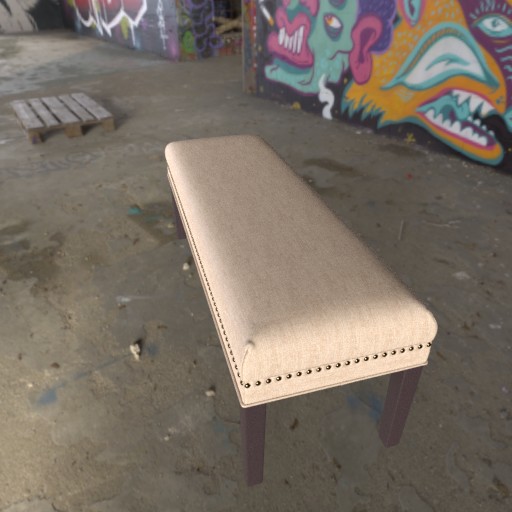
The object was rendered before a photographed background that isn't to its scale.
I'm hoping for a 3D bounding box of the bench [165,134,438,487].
[{"bbox_3d":[0.000,0.000,1.417,0.410,0.457,1.219,-9,33,-14],"label":"bench"}]
